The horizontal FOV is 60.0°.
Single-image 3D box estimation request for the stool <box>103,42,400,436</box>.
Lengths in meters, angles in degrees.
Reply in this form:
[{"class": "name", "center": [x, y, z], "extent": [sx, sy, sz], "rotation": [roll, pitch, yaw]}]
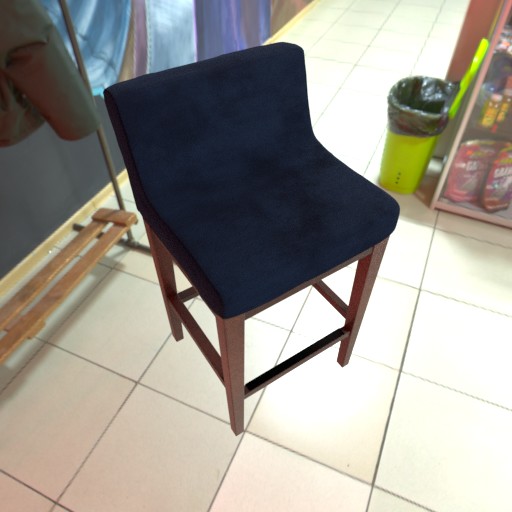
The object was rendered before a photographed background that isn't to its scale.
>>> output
[{"class": "stool", "center": [0.000, 0.000, 1.250], "extent": [0.511, 0.945, 0.516], "rotation": [-25, 51, -23]}]
